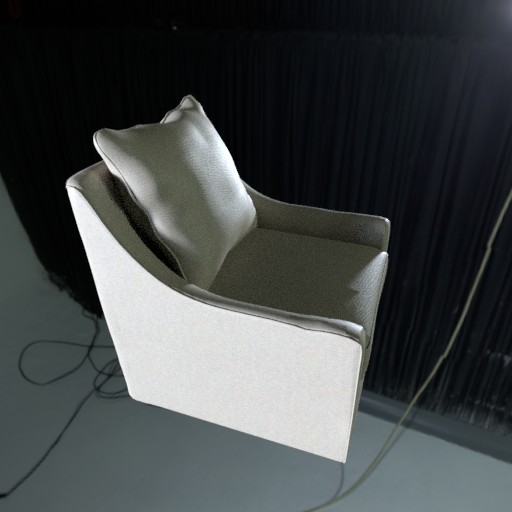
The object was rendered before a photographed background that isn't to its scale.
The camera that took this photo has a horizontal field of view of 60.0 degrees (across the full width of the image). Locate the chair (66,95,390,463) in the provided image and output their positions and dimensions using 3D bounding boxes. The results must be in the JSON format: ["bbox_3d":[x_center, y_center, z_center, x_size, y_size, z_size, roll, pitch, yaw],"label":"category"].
[{"bbox_3d":[0.000,0.000,1.552,0.876,0.942,0.760,10,32,17],"label":"chair"}]
